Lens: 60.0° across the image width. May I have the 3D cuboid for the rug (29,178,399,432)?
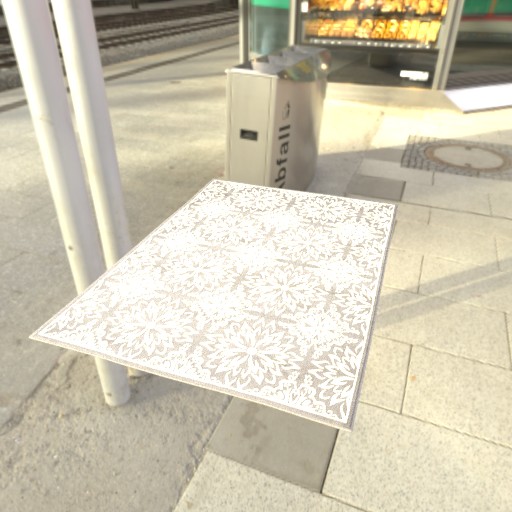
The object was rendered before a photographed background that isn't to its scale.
[{"bbox_3d":[0.000,0.000,2.857,1.608,0.014,2.213,11,33,17],"label":"rug"}]
